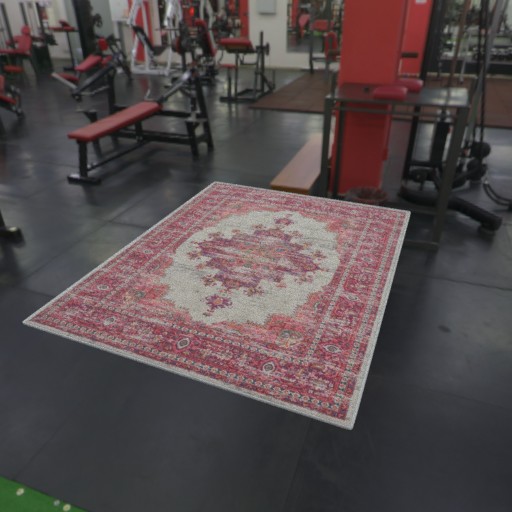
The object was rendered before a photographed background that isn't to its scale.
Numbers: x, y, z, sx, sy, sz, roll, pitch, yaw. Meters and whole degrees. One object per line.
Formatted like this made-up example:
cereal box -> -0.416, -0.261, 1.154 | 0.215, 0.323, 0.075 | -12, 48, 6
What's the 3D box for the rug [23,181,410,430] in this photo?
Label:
rug -> 0.000, 0.000, 4.098 | 2.447, 0.017, 3.123 | 12, 32, 19
